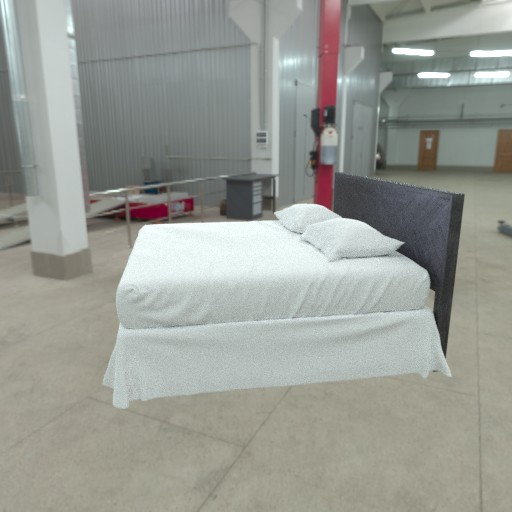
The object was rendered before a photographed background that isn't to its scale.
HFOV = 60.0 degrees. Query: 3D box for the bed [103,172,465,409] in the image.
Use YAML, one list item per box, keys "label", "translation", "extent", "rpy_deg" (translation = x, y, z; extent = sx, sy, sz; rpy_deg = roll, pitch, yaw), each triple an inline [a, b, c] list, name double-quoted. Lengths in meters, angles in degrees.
- label: "bed"
  translation: [0.000, 0.000, 3.511]
  extent: [2.165, 1.158, 2.255]
  rpy_deg: [-2, 15, -10]
